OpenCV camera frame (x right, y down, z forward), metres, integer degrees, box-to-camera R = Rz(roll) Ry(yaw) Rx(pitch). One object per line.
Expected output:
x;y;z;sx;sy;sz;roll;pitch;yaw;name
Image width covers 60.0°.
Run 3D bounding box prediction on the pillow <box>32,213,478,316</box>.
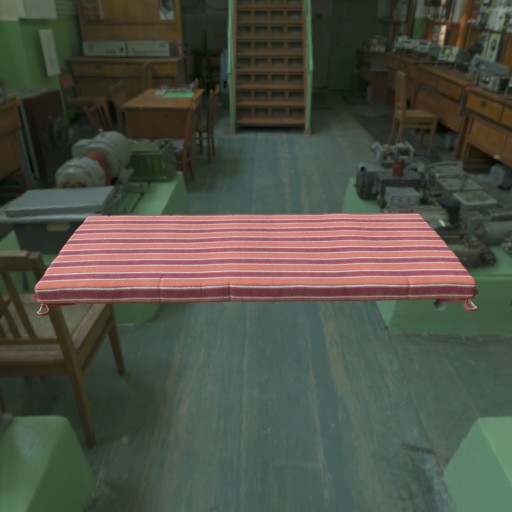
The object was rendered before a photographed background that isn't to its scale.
0.000;0.000;1.325;1.187;0.081;0.492;-1;29;-1;pillow
